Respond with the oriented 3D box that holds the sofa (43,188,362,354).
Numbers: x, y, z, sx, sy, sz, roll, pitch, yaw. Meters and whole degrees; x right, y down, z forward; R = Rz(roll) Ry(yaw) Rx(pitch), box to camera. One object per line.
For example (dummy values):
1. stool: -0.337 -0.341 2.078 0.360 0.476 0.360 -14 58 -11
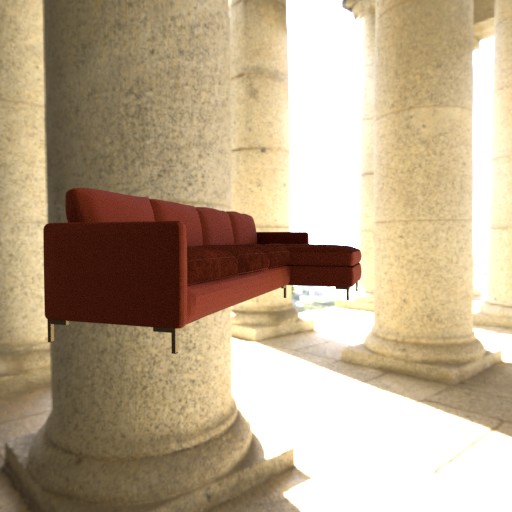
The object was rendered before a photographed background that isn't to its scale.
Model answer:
1. sofa: 0.000 0.000 3.419 1.350 0.810 2.932 1 2 19
